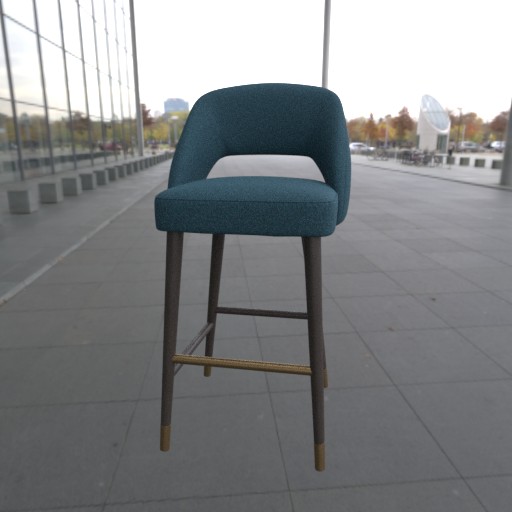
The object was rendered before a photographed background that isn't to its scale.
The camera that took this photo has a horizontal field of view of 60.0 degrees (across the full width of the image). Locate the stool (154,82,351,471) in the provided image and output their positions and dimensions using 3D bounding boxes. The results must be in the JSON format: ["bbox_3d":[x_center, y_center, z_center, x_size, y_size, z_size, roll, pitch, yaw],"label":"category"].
[{"bbox_3d":[0.000,0.000,1.332,0.536,1.032,0.522,3,15,10],"label":"stool"}]
